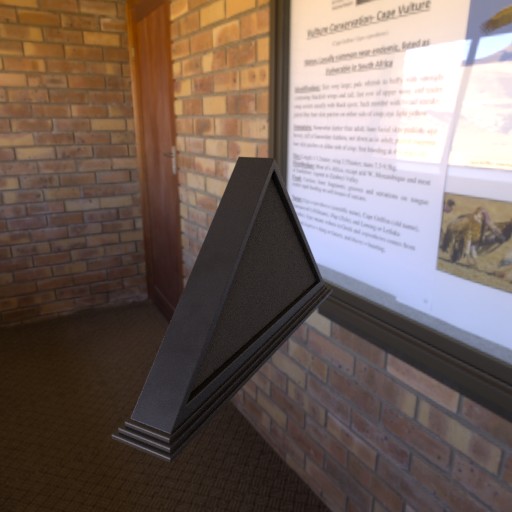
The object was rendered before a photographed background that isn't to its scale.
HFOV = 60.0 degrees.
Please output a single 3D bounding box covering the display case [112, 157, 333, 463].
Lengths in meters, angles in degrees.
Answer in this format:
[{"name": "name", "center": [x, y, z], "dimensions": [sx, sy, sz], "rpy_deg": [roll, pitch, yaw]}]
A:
[{"name": "display case", "center": [0.000, 0.000, 0.782], "dimensions": [0.095, 0.340, 0.640], "rpy_deg": [8, 19, 26]}]
